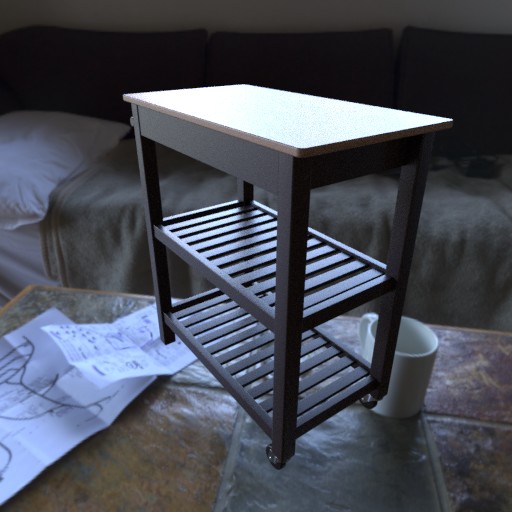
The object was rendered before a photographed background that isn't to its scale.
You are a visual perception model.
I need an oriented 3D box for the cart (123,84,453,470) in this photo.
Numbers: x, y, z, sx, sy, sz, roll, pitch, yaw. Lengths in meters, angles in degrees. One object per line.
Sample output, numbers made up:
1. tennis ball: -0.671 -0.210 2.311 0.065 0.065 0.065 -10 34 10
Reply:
1. cart: 0.000 0.000 1.412 0.457 0.927 0.899 -18 33 -31
